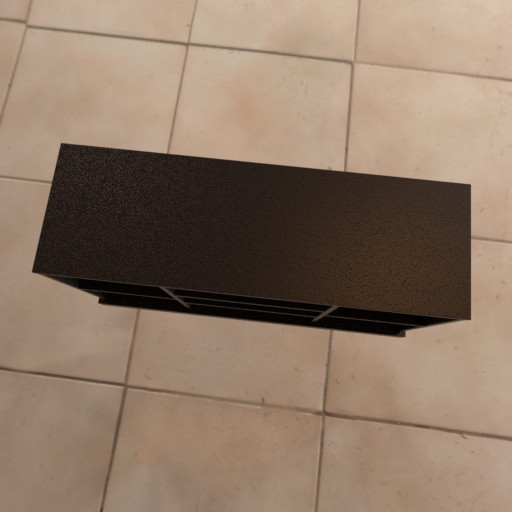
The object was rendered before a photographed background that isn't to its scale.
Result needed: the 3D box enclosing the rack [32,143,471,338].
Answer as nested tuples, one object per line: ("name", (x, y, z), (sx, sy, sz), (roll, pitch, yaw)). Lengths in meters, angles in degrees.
("rack", (0.000, 0.000, 1.528), (1.206, 0.635, 0.399), (6, 77, 1))
